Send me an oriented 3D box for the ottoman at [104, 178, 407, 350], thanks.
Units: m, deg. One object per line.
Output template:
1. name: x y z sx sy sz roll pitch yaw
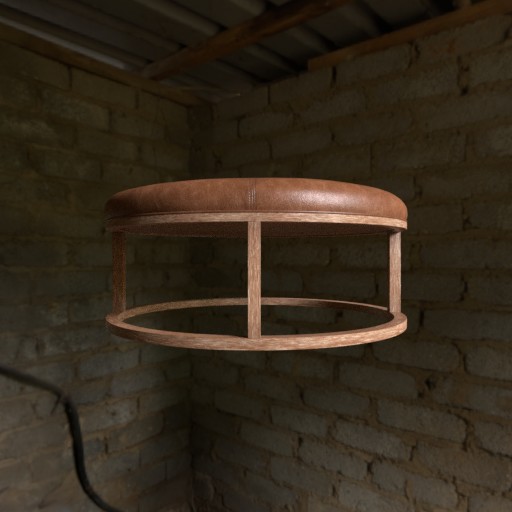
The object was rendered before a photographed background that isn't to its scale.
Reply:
1. ottoman: 0.000 0.000 1.547 1.006 0.445 1.006 0 0 0
